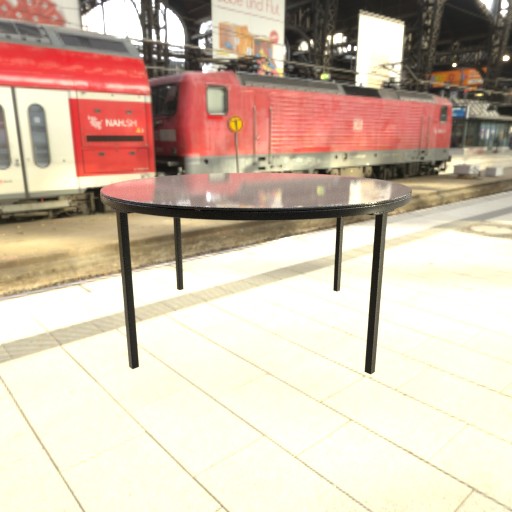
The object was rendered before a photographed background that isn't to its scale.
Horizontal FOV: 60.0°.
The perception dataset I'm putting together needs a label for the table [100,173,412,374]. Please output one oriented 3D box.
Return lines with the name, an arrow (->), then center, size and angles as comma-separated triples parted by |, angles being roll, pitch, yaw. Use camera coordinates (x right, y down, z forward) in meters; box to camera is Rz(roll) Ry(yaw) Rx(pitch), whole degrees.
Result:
table -> 0.000, 0.000, 1.251 | 0.800, 0.400, 0.800 | 0, 15, 0
